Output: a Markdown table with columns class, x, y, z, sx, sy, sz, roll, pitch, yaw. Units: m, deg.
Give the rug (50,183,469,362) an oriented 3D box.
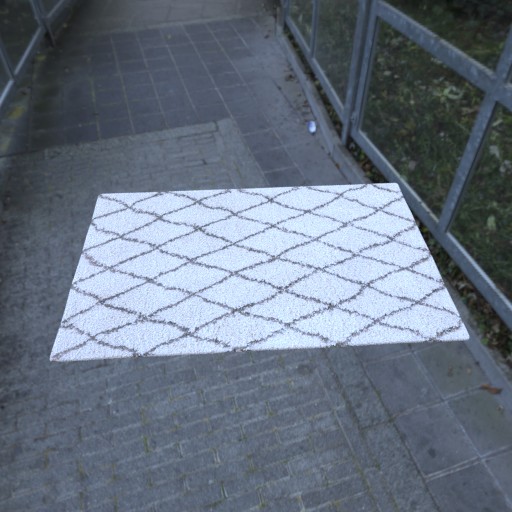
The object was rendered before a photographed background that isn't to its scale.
| class | x | y | z | sx | sy | sz | roll | pitch | yaw |
| --- | --- | --- | --- | --- | --- | --- | --- | --- | --- |
| rug | 0.000 | 0.000 | 3.089 | 2.438 | 0.030 | 1.524 | -3 | 46 | -2 |
